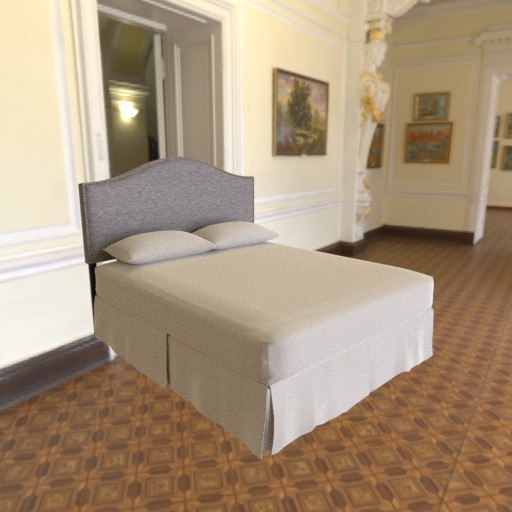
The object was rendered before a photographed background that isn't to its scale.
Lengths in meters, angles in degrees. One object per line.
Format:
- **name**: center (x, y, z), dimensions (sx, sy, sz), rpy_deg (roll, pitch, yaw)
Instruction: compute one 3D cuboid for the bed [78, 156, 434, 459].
- **bed**: center (0.000, 0.000, 2.967), dimensions (1.610, 1.295, 1.870), rpy_deg (-12, 17, -42)
